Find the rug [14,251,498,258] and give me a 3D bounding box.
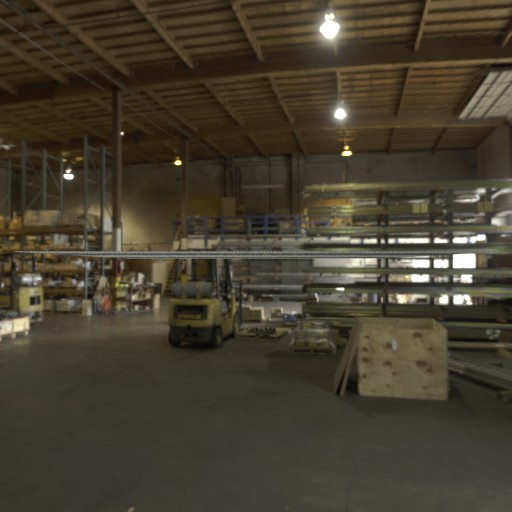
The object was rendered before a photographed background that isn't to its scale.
[{"bbox_3d":[0.000,0.000,3.984,3.037,0.004,2.453,0,-1,0],"label":"rug"}]
